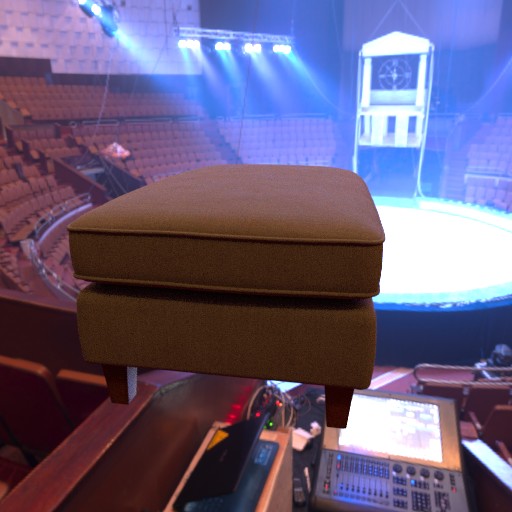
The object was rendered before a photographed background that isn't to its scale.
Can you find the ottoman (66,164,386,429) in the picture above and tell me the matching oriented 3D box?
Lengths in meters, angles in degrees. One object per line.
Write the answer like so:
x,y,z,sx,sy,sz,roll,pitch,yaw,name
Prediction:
0.000,0.000,1.299,0.636,0.480,0.941,3,18,9,ottoman
